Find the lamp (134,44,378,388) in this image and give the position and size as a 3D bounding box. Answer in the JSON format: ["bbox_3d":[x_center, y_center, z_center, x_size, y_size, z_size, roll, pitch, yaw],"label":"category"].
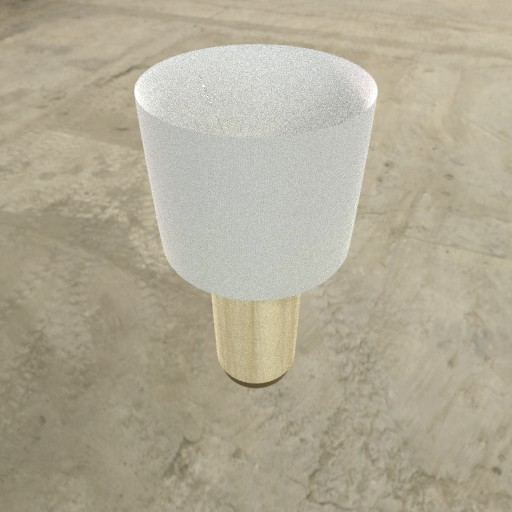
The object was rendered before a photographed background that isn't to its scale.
[{"bbox_3d":[0.000,0.000,0.568,0.228,0.444,0.228,-27,48,-26],"label":"lamp"}]
